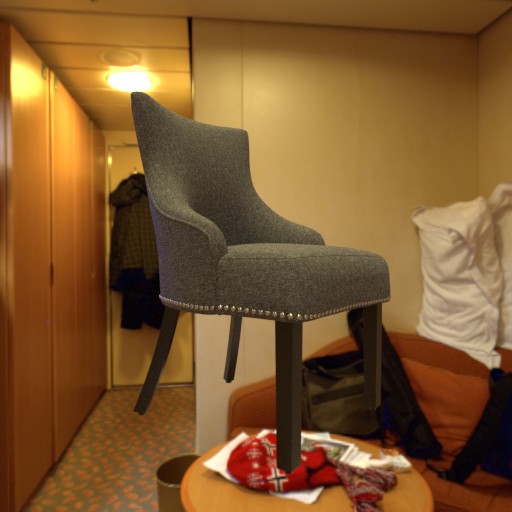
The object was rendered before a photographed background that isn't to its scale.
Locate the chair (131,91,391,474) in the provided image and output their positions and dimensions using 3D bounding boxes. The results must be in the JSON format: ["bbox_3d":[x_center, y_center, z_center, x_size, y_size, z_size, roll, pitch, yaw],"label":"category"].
[{"bbox_3d":[0.000,0.000,1.275,0.629,0.909,0.566,0,0,36],"label":"chair"}]
